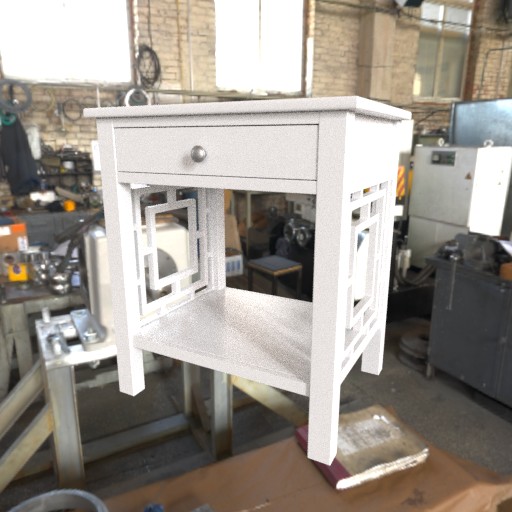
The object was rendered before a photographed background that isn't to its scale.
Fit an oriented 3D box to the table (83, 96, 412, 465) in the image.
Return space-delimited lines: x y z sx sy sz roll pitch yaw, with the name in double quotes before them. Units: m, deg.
"table" 0.000 0.000 1.030 0.564 0.646 0.451 8 17 27
